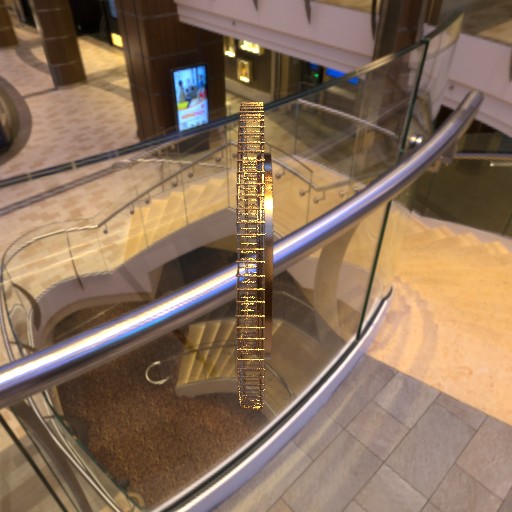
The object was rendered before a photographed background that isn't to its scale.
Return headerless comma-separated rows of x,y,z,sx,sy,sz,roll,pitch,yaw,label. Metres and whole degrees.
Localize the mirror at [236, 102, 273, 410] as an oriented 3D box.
0.000,0.000,1.072,0.067,0.703,0.703,0,40,0,mirror
